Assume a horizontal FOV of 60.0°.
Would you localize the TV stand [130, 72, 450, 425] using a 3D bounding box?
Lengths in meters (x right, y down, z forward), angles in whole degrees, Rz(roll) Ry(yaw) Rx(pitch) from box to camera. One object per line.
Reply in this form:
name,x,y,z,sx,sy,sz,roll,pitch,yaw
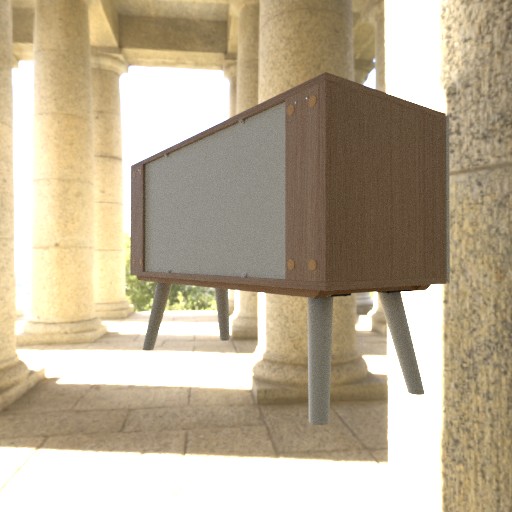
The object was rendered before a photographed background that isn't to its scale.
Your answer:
TV stand,0.000,0.000,1.322,0.407,0.660,0.991,0,-1,-36
